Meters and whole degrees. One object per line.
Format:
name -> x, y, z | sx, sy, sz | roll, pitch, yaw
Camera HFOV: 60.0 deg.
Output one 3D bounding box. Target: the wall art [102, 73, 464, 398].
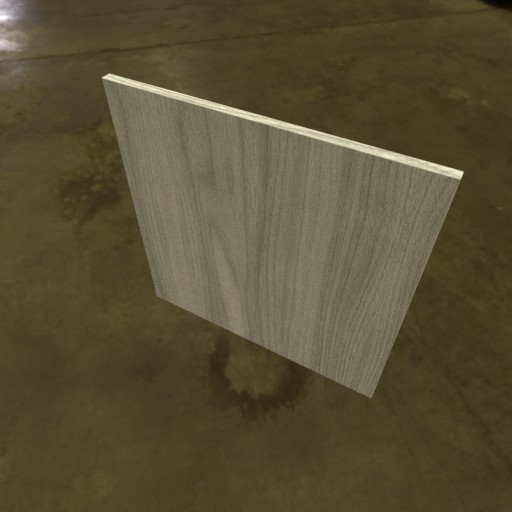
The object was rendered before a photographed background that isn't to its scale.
wall art -> 0.000, 0.000, 0.746 | 0.508, 0.507, 0.016 | 22, 50, 20
